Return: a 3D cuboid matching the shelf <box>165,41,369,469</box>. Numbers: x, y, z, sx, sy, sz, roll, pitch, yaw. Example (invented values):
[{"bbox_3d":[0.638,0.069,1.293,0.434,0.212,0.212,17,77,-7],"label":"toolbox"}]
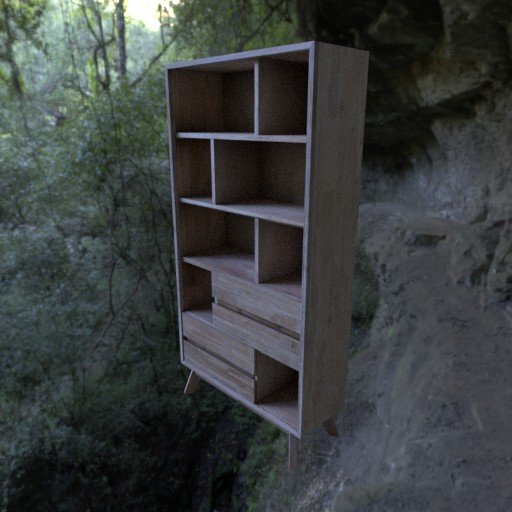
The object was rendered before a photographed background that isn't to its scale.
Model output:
[{"bbox_3d":[0.000,0.000,1.792,0.308,1.471,0.748,-16,23,-42],"label":"shelf"}]
